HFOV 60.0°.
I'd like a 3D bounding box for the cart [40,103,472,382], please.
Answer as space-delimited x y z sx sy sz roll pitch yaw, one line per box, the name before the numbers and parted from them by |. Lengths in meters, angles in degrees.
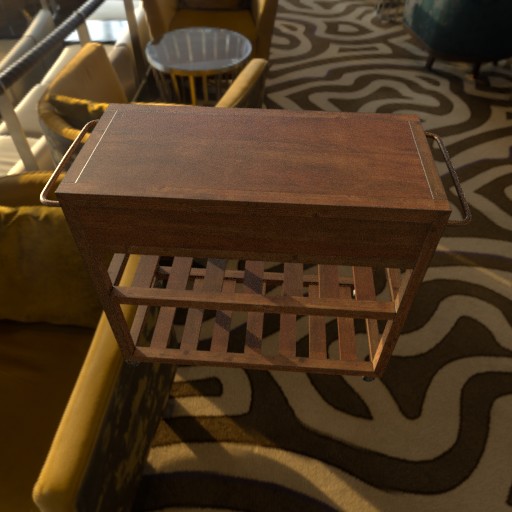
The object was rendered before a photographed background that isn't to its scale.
cart | 0.000 0.000 1.468 1.065 0.830 0.445 3 47 3
